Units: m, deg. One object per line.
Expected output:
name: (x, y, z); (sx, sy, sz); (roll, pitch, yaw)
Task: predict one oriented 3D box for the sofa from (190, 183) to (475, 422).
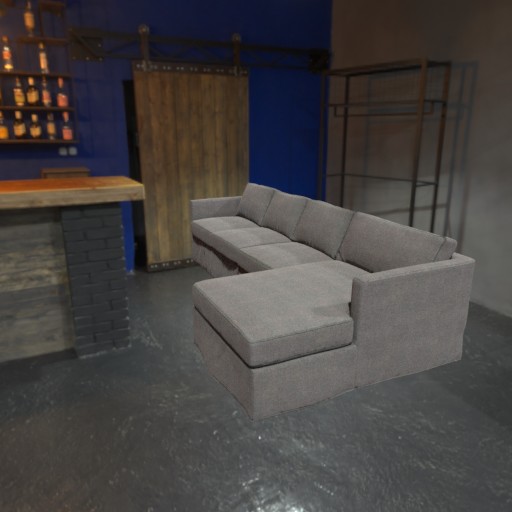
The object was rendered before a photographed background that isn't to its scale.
sofa: (0.000, 0.000, 3.946); (1.650, 0.922, 3.205); (-8, 18, -25)
